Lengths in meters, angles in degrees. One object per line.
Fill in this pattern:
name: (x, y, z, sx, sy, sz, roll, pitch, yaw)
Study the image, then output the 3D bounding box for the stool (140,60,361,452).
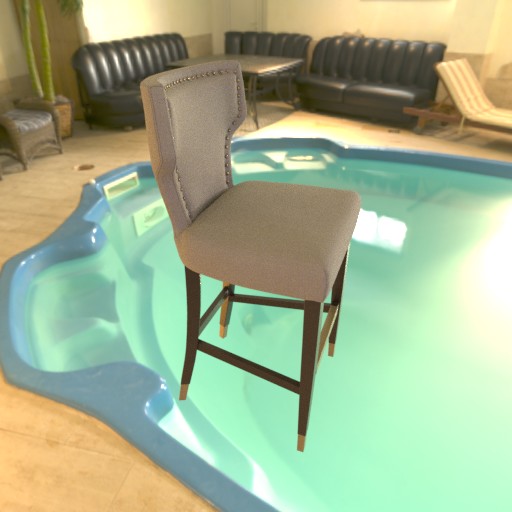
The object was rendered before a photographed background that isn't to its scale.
stool: (0.000, 0.000, 1.413, 0.563, 1.092, 0.526, 11, 32, 17)
